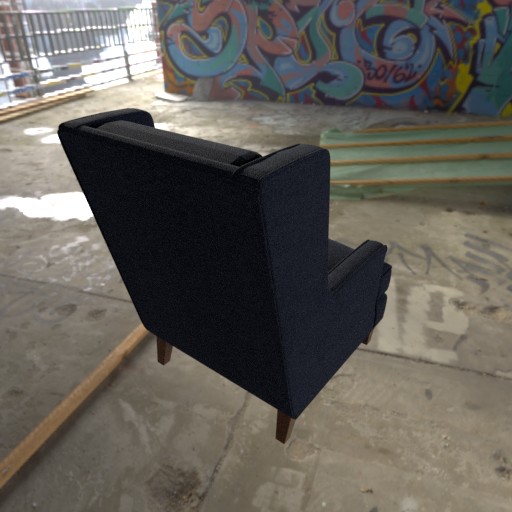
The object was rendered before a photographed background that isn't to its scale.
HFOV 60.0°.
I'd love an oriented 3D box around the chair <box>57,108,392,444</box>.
[{"bbox_3d":[0.000,0.000,1.681,0.764,1.072,0.947,21,37,32],"label":"chair"}]
